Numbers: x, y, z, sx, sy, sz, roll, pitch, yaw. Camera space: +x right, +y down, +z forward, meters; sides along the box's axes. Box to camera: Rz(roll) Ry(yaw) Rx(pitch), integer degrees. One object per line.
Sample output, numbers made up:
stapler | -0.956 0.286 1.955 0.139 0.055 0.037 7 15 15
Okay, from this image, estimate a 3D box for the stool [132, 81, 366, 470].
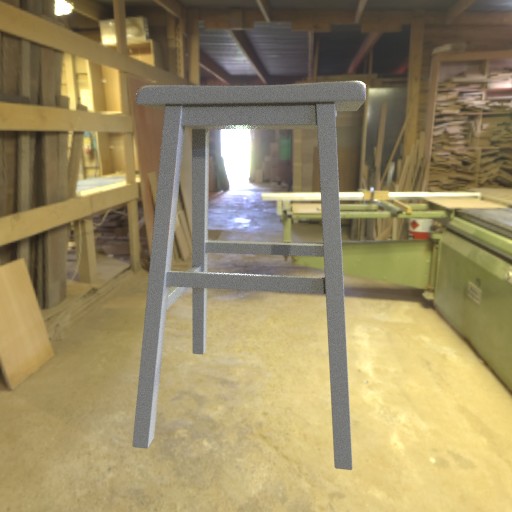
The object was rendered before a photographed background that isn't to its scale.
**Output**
stool | 0.000 0.000 1.046 0.457 0.737 0.476 2 14 8
